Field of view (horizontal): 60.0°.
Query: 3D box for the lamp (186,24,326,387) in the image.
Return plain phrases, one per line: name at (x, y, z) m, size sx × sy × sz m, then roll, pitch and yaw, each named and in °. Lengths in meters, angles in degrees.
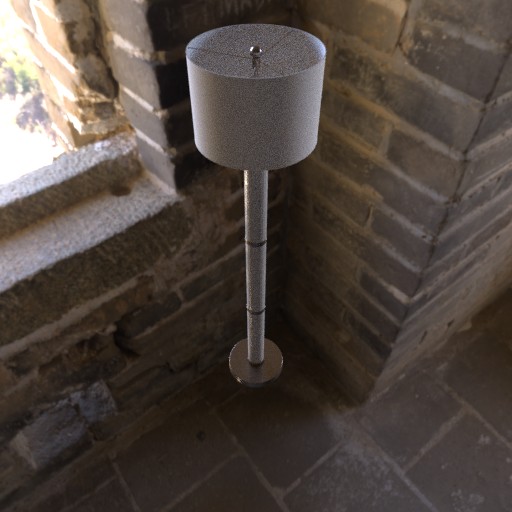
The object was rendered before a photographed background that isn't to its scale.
lamp at (0.000, 0.000, 1.752) m, size 0.377 × 1.599 × 0.377 m, roll 4°, pitch 46°, yaw 4°
